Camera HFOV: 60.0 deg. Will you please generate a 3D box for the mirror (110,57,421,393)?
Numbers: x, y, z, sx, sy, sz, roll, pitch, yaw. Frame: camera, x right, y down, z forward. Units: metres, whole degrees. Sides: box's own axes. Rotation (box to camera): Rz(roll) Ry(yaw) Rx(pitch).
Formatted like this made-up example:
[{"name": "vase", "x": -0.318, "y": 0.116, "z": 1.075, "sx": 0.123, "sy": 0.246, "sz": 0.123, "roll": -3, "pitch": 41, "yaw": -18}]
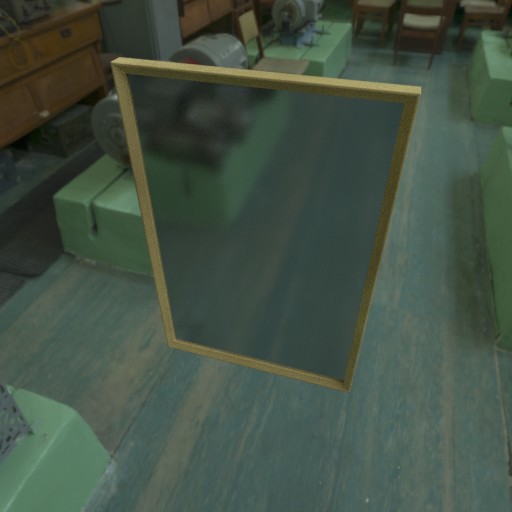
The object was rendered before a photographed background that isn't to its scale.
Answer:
[{"name": "mirror", "x": 0.000, "y": 0.000, "z": 1.144, "sx": 0.609, "sy": 0.915, "sz": 0.041, "roll": 11, "pitch": 41, "yaw": 13}]
